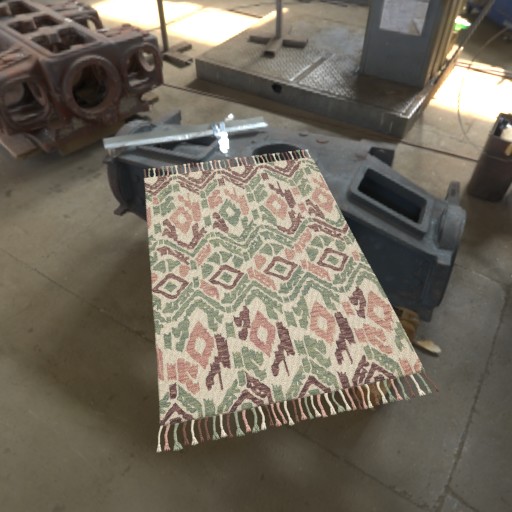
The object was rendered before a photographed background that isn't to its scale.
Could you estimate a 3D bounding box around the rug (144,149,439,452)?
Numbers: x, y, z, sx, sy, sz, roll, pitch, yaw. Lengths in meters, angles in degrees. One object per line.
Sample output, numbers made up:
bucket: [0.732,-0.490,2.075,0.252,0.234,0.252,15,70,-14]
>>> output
rug: [0.000,0.000,3.114,1.524,0.011,2.438,-9,47,-8]
